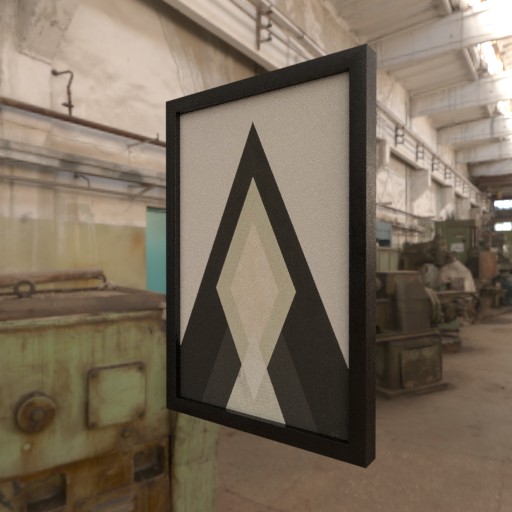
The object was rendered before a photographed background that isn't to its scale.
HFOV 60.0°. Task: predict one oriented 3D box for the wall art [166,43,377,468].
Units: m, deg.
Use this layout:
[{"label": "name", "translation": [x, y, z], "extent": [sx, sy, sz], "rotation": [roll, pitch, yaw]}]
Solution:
[{"label": "wall art", "translation": [0.000, 0.000, 0.579], "extent": [0.313, 0.457, 0.031], "rotation": [0, 1, 36]}]
